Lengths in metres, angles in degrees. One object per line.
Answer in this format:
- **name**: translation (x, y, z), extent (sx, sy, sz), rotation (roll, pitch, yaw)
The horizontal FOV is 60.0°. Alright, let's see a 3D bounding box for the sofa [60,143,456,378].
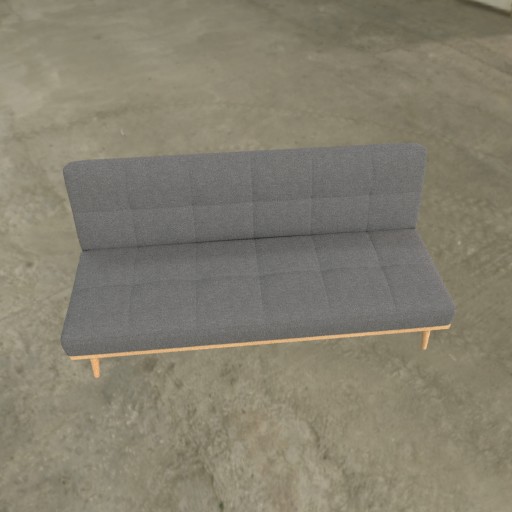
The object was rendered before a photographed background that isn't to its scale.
- **sofa**: translation (0.000, 0.000, 2.223), extent (1.820, 0.770, 0.820), rotation (-4, 47, -4)
